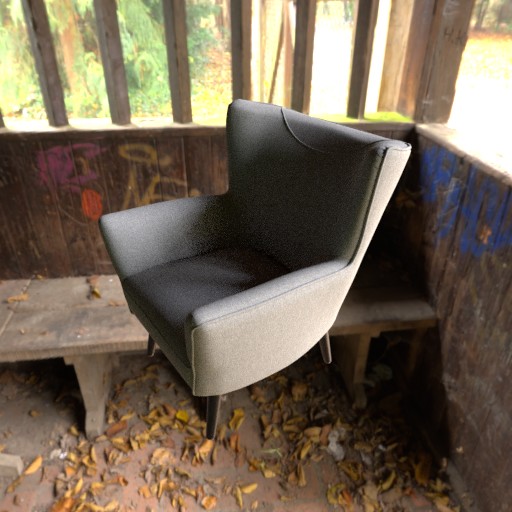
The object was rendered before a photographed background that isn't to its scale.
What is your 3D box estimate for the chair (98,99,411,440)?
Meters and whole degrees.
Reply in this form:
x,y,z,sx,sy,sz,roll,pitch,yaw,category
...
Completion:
x,y,z,sx,sy,sz,roll,pitch,yaw,category
0.000,0.000,1.607,0.888,0.933,0.781,-20,36,-30,chair
